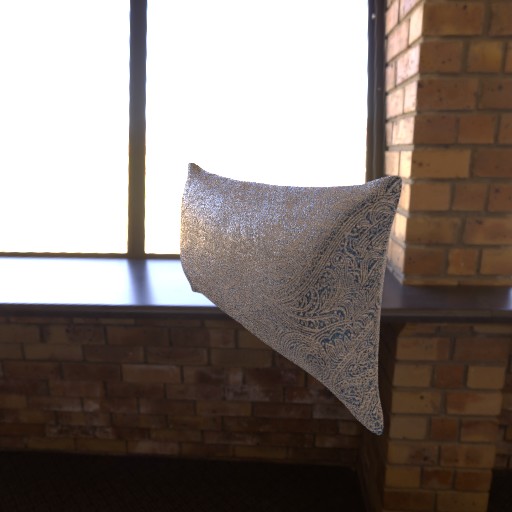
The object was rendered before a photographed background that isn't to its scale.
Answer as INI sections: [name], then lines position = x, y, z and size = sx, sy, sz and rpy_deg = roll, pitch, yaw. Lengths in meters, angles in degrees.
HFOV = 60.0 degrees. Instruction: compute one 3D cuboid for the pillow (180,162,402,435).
[pillow]
position = 0.000, 0.000, 0.738
size = 0.151, 0.295, 0.615
rpy_deg = -7, 15, -27
